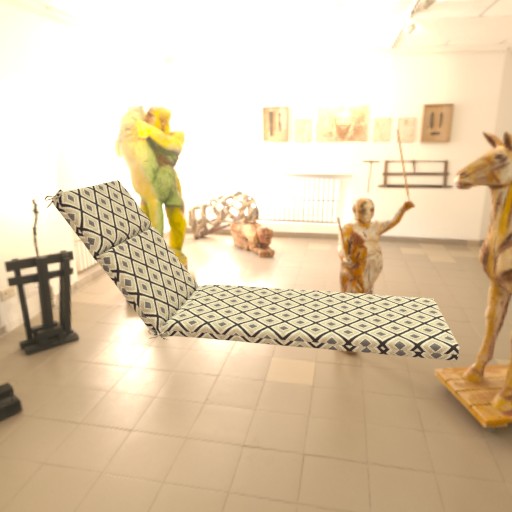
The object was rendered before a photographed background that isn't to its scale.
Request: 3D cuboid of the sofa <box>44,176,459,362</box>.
[{"bbox_3d":[0.000,0.000,1.980,1.663,0.622,0.582,3,16,10],"label":"sofa"}]
